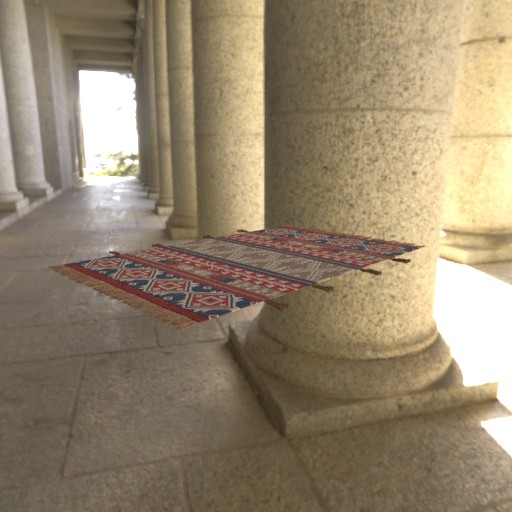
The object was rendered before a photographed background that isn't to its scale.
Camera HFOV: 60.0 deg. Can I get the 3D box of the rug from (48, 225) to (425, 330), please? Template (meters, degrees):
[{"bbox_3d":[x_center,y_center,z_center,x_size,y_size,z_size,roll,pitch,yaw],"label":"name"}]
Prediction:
[{"bbox_3d":[0.000,0.000,3.253,1.778,0.048,2.450,13,18,43],"label":"rug"}]
